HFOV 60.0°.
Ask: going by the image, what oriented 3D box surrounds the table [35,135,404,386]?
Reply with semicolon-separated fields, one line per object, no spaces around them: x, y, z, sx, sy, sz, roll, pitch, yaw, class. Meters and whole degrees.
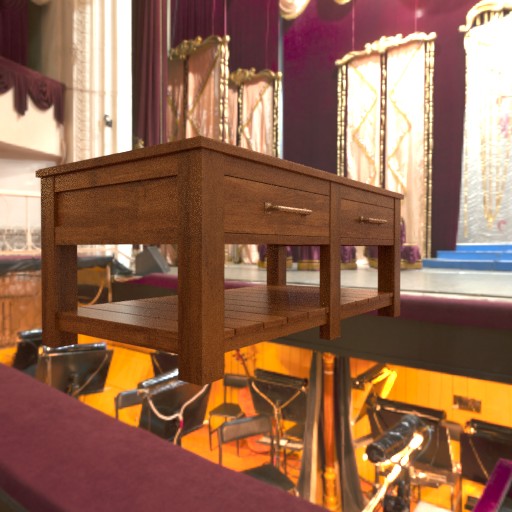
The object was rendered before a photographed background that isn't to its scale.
0.000;0.000;1.477;0.635;0.480;1.150;1;1;37;table
